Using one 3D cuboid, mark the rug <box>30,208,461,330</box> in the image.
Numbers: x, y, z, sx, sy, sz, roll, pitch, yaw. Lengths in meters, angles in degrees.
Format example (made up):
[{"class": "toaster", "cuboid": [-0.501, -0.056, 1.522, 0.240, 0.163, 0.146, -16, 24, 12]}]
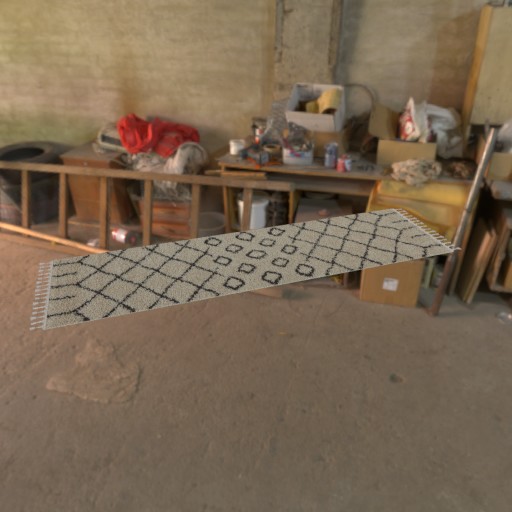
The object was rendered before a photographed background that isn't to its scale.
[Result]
[{"class": "rug", "cuboid": [0.000, 0.000, 2.670, 2.464, 0.005, 0.660, -10, 32, -16]}]
